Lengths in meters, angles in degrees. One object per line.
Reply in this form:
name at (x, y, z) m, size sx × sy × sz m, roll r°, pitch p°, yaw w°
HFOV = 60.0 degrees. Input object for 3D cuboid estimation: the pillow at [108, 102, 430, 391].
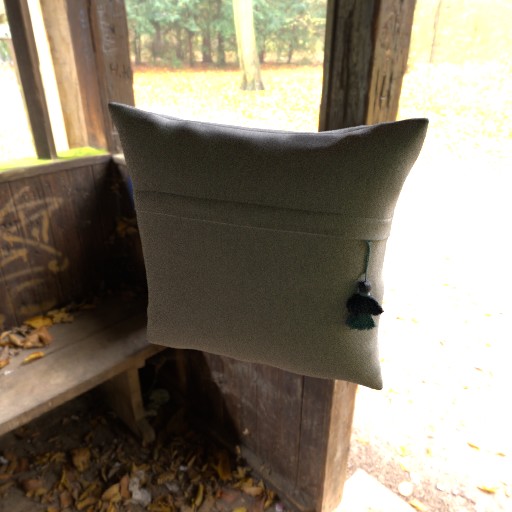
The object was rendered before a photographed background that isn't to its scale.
pillow at (0.000, 0.000, 0.681) m, size 0.433 × 0.436 × 0.173 m, roll 8°, pitch 28°, yaw 15°
